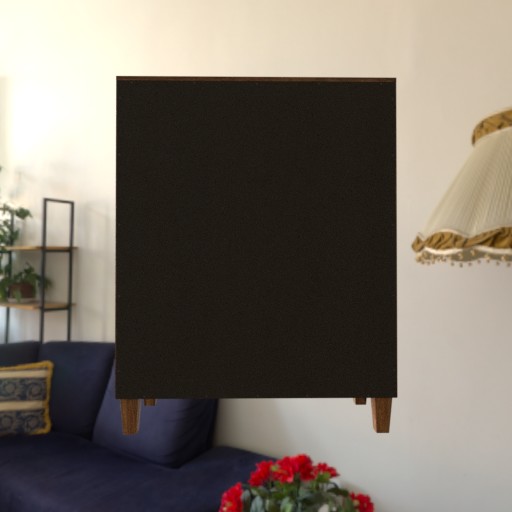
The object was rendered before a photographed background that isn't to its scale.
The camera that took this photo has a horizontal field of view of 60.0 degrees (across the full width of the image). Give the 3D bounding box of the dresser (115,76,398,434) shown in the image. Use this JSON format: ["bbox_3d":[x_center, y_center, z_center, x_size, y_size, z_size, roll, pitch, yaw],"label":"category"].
[{"bbox_3d":[0.000,0.000,1.896,1.067,1.359,0.438,0,-1,-1],"label":"dresser"}]
